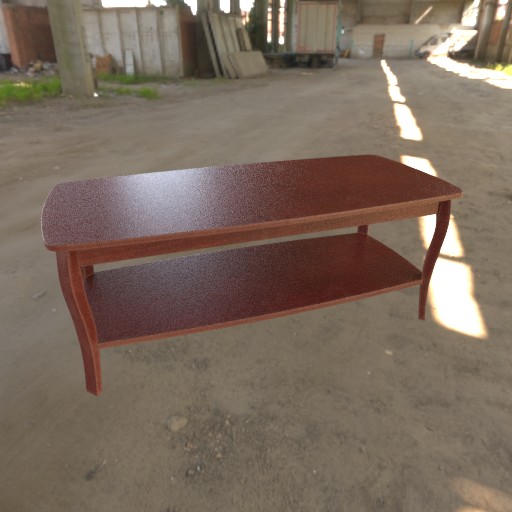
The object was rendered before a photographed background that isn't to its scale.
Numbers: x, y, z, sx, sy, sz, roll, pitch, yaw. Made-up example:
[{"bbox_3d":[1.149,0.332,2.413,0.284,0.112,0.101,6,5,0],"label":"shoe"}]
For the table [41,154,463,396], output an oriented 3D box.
[{"bbox_3d":[0.000,0.000,1.475,1.216,0.473,0.561,-9,28,-17],"label":"table"}]
